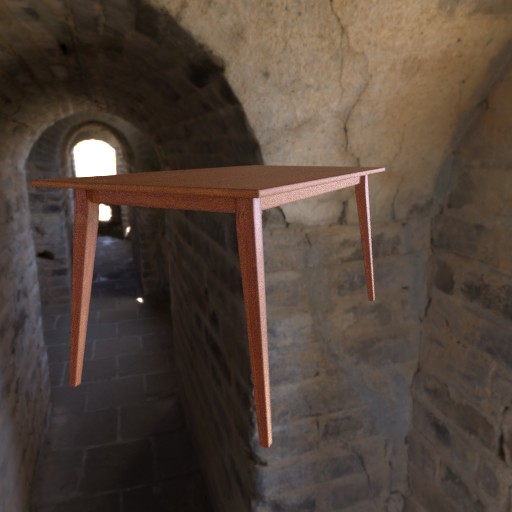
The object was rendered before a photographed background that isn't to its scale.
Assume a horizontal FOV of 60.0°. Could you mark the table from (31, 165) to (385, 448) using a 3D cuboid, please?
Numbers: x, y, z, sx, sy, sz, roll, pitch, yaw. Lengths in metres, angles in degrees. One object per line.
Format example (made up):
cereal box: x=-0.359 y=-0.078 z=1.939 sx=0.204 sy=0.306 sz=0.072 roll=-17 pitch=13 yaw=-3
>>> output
table: x=0.000 y=0.000 z=2.024 sx=0.811 sy=0.755 sz=1.609 roll=7 pitch=15 yaw=26
